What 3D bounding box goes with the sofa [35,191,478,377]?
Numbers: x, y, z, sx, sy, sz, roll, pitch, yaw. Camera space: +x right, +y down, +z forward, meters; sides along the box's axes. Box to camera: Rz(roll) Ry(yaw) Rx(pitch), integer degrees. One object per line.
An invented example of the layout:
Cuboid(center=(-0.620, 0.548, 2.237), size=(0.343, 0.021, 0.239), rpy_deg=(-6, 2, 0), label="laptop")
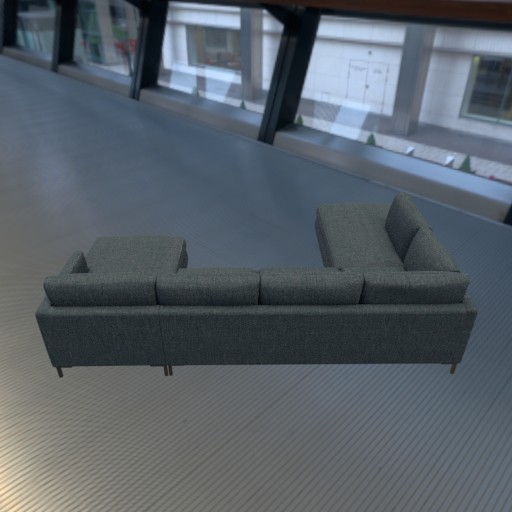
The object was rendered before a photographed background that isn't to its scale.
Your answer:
Cuboid(center=(0.000, 0.000, 3.547), size=(2.737, 0.753, 1.879), rpy_deg=(0, 32, 0), label="sofa")
